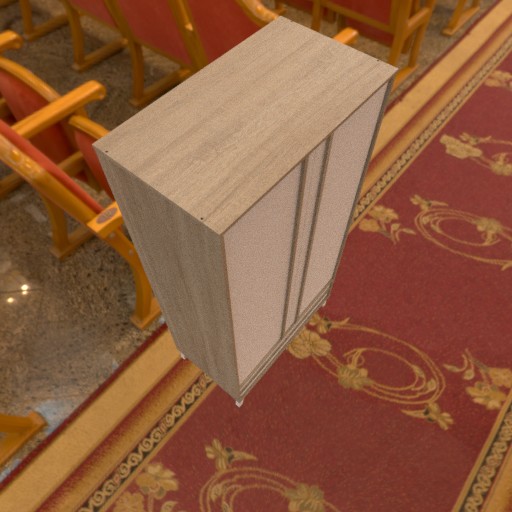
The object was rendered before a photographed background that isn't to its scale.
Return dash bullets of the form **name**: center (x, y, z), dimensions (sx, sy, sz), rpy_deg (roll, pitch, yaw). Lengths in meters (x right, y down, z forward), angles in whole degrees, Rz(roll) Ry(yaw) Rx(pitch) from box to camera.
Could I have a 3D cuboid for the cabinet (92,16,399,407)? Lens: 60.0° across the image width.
- **cabinet**: center (0.000, 0.000, 2.413), dimensions (0.571, 1.999, 1.006), rpy_deg (35, 64, 20)
